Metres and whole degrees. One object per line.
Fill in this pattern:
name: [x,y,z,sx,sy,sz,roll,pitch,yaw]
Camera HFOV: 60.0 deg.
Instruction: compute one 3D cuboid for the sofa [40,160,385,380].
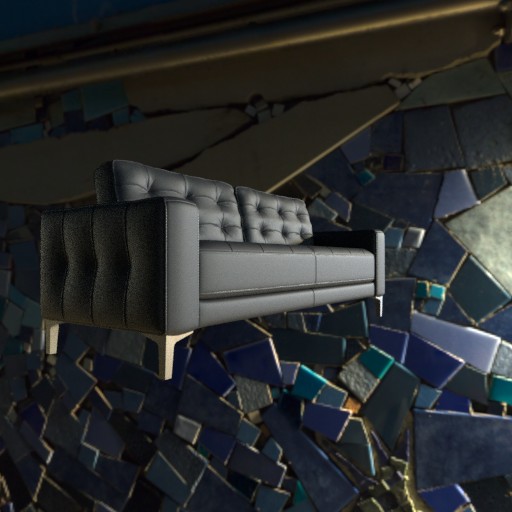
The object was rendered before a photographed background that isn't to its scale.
sofa: [0.000,0.000,2.678,0.833,0.893,2.275,0,-1,35]
